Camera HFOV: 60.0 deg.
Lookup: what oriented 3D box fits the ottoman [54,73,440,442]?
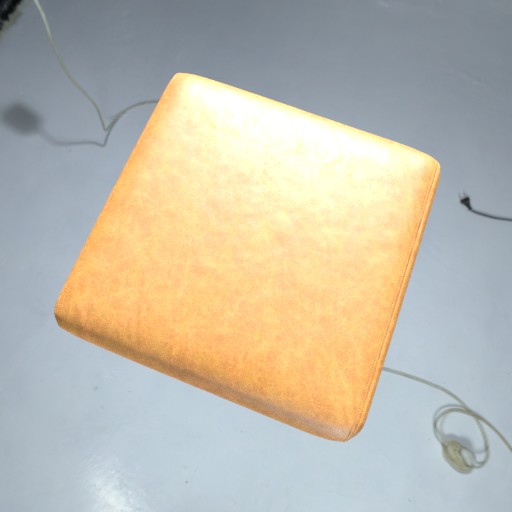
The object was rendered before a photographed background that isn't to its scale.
[{"bbox_3d":[0.000,0.000,1.069,0.650,0.399,0.650,21,76,6],"label":"ottoman"}]
